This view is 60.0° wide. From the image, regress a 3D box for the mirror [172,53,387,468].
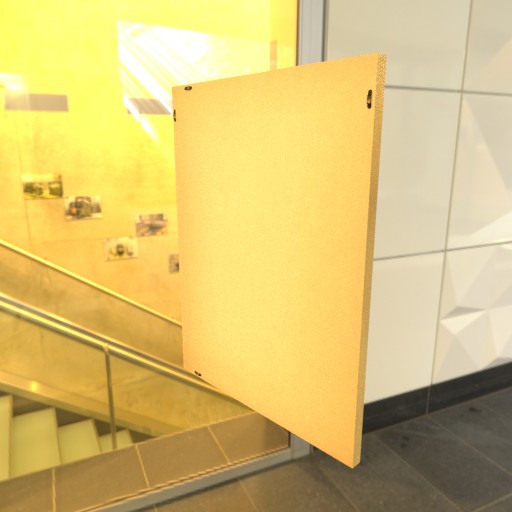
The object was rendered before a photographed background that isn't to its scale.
[{"bbox_3d":[0.000,0.000,1.323,0.040,1.016,0.762,-13,19,-43],"label":"mirror"}]
